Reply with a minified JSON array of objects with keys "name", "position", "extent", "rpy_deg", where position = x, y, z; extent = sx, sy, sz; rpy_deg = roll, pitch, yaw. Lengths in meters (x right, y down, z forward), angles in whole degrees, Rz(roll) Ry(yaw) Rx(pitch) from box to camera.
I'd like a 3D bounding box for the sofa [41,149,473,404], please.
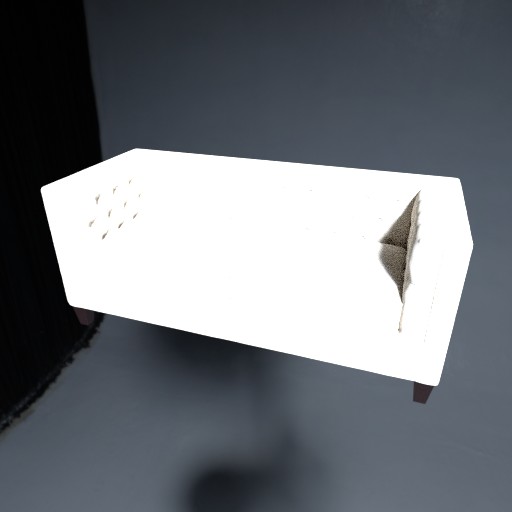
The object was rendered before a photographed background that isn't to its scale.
[{"name":"sofa","position":[0.000,0.000,2.207],"extent":[1.778,0.762,0.775],"rpy_deg":[9,29,17]}]
